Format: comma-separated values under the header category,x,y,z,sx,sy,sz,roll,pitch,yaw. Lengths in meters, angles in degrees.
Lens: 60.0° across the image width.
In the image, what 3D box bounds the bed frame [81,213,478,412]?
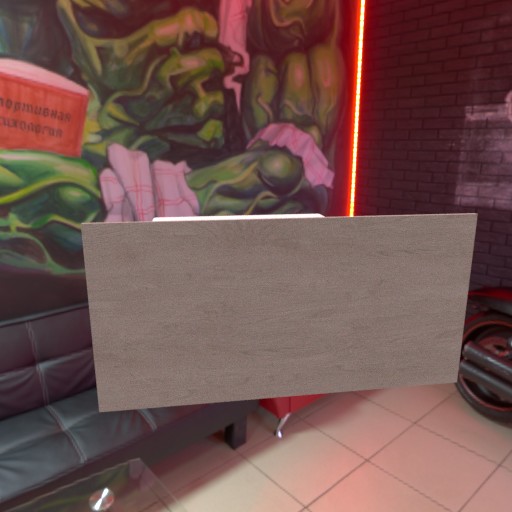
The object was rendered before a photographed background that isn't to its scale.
category,x,y,z,sx,sy,sz,roll,pitch,yaw
bed frame,0.000,0.000,2.815,1.622,0.800,1.960,-2,14,-8
